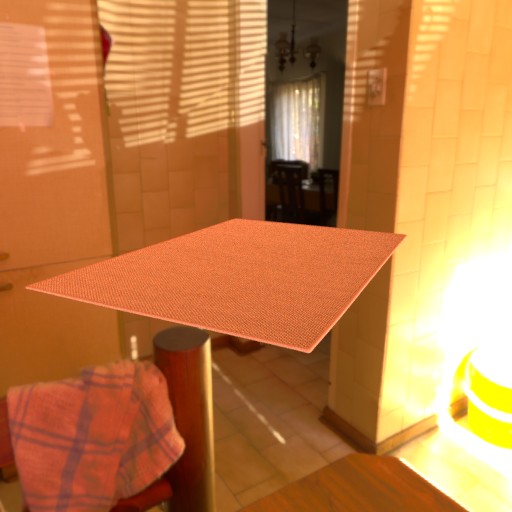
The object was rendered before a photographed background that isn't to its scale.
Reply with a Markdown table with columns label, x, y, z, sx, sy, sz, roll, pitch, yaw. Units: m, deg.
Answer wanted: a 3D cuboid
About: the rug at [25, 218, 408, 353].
| label | x | y | z | sx | sy | sz | roll | pitch | yaw |
| --- | --- | --- | --- | --- | --- | --- | --- | --- | --- |
| rug | 0.000 | 0.000 | 2.802 | 1.524 | 0.013 | 2.134 | 8 | 17 | 26 |
